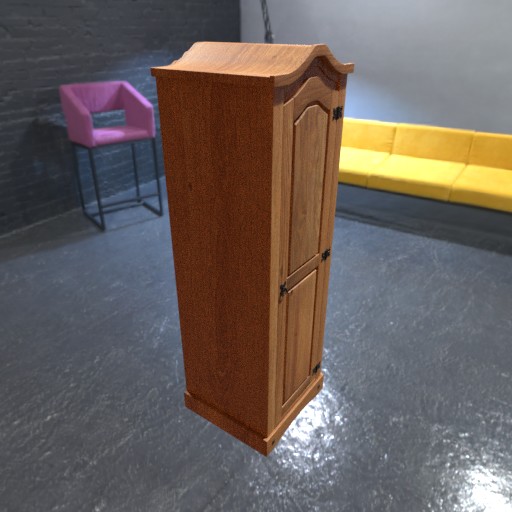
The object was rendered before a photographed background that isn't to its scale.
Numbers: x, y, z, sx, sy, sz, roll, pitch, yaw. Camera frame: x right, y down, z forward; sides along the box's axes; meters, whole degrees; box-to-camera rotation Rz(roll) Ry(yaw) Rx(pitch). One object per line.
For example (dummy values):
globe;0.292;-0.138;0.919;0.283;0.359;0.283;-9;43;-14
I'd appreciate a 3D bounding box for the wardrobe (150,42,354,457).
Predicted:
wardrobe;0.000;0.000;2.152;0.570;1.870;0.590;19;33;31
